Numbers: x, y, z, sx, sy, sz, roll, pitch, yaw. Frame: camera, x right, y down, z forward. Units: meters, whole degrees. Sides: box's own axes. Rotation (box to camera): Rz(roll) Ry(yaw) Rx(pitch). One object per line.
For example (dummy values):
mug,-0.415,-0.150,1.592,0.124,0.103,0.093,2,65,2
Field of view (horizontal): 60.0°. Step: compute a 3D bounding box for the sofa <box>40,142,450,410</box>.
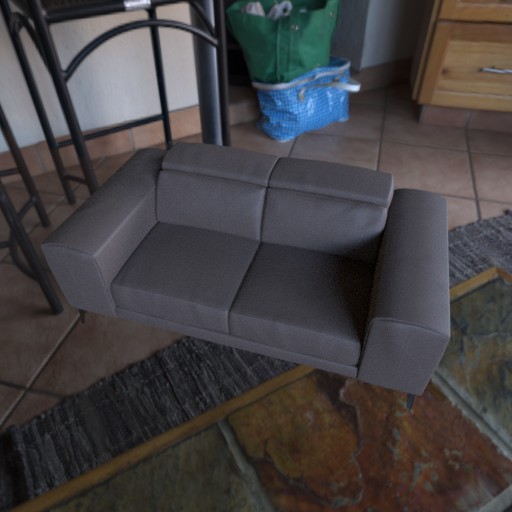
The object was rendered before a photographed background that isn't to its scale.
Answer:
sofa,0.000,0.000,2.408,1.895,0.779,1.003,12,43,13
